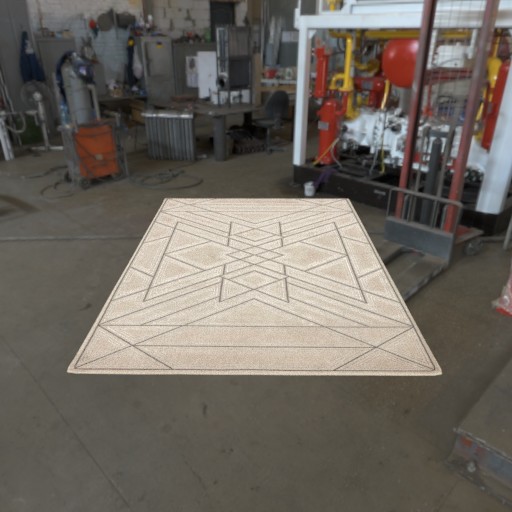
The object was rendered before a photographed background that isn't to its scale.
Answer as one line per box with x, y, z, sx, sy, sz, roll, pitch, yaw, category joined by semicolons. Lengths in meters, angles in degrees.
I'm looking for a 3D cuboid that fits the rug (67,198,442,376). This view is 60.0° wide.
0.000;0.000;4.360;2.436;0.026;3.381;0;27;0;rug
